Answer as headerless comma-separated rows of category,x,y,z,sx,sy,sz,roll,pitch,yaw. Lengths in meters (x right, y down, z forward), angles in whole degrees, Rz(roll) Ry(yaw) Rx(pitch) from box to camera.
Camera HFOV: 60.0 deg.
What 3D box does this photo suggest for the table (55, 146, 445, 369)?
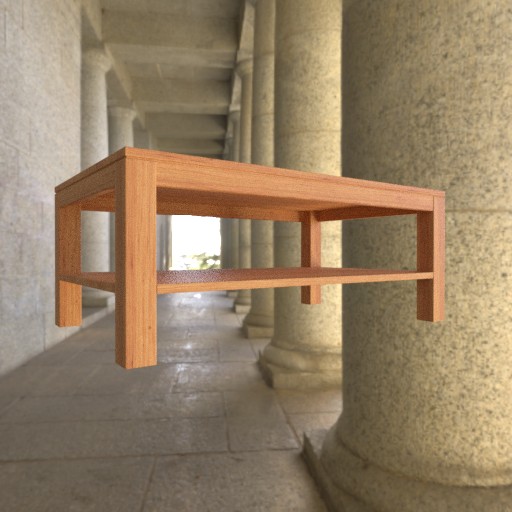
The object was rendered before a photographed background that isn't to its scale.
table,0.000,0.000,1.520,1.146,0.457,0.695,0,1,-35
